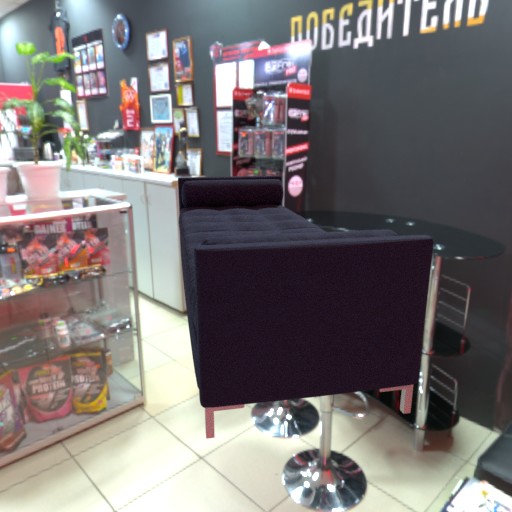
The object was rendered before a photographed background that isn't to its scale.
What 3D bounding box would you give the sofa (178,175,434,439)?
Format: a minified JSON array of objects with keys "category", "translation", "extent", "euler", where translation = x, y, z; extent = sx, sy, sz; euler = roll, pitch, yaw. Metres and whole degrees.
[{"category":"sofa","translation":[0.000,0.000,2.417],"extent":[0.797,0.657,2.102],"euler":[-3,16,-11]}]
